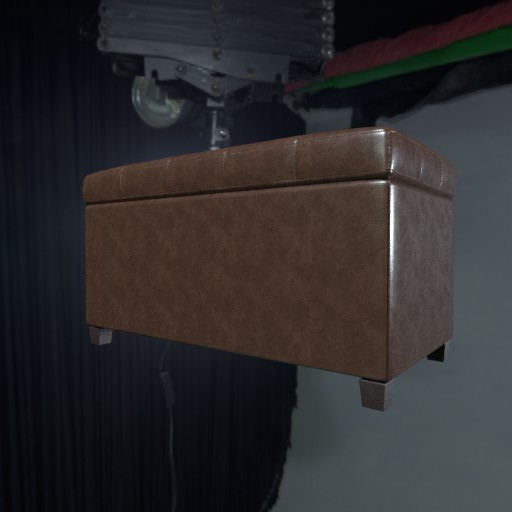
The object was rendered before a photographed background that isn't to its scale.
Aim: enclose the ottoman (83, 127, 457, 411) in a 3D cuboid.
[{"bbox_3d":[0.000,0.000,1.096,0.838,0.470,0.432,1,2,37],"label":"ottoman"}]
